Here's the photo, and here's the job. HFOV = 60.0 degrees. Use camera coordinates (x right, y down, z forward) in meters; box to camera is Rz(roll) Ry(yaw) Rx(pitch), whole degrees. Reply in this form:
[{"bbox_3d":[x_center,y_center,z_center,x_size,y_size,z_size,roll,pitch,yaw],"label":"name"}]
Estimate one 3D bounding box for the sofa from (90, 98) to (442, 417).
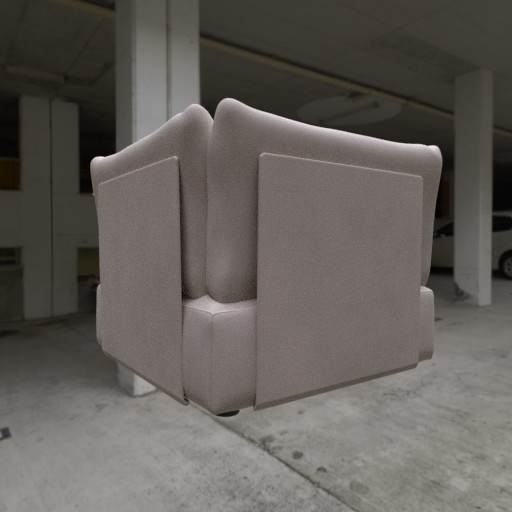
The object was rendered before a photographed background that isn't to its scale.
[{"bbox_3d":[0.000,0.000,1.734,1.000,0.820,1.000,-1,2,-36],"label":"sofa"}]
